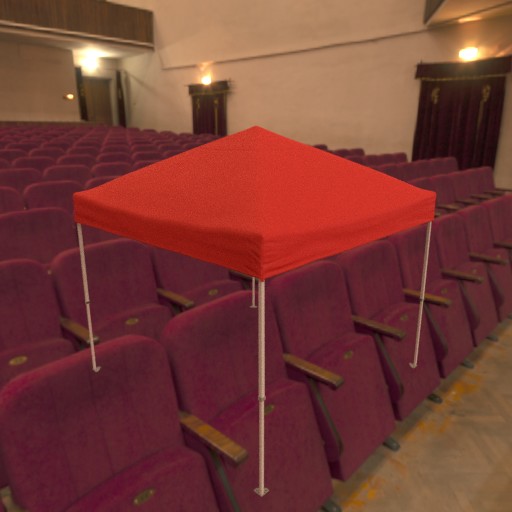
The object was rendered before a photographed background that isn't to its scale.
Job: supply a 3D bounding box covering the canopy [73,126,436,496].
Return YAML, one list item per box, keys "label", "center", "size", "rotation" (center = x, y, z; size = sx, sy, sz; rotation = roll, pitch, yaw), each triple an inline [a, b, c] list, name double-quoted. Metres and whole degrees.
- label: "canopy"
  center: [0.000, 0.000, 5.311]
  size: [2.996, 2.997, 2.998]
  rotation: [15, 22, 42]
